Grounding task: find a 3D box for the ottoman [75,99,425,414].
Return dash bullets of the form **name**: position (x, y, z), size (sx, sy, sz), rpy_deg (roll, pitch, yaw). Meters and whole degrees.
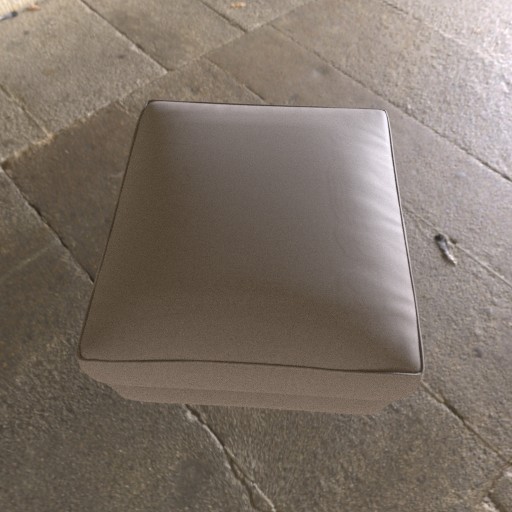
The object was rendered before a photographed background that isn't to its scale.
- **ottoman**: position (0.000, 0.000, 1.111), size (0.662, 0.505, 0.721), rpy_deg (3, 59, 2)
